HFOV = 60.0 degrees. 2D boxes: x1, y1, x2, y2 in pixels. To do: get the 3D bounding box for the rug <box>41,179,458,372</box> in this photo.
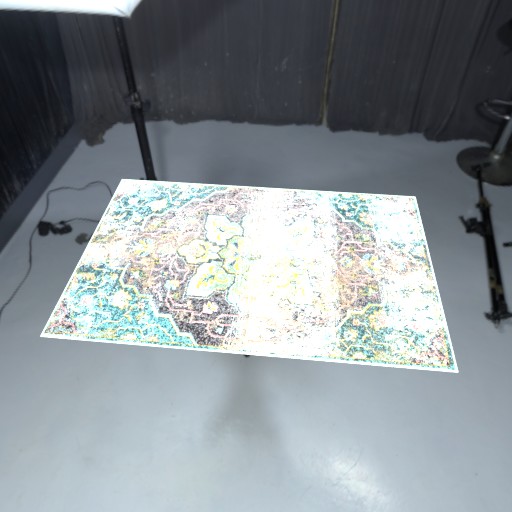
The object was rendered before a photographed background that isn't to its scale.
[{"bbox_3d":[0.000,0.000,2.992,2.363,0.004,1.566,5,46,5],"label":"rug"}]
